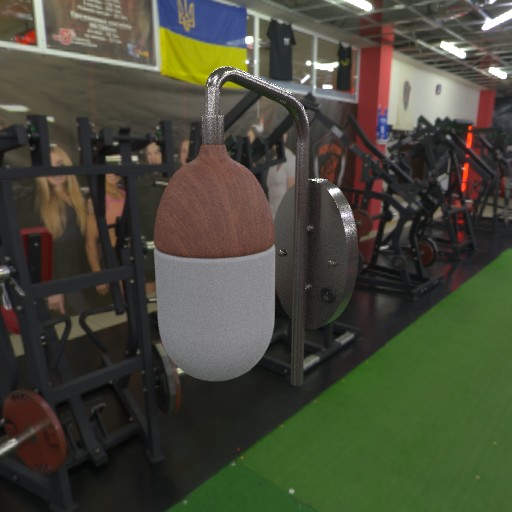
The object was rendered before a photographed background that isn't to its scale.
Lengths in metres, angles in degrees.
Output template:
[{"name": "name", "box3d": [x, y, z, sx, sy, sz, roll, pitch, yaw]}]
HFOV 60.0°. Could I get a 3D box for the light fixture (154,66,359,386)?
[{"name": "light fixture", "box3d": [0.000, 0.000, 0.441, 0.108, 0.343, 0.216, 13, 19, 41]}]
